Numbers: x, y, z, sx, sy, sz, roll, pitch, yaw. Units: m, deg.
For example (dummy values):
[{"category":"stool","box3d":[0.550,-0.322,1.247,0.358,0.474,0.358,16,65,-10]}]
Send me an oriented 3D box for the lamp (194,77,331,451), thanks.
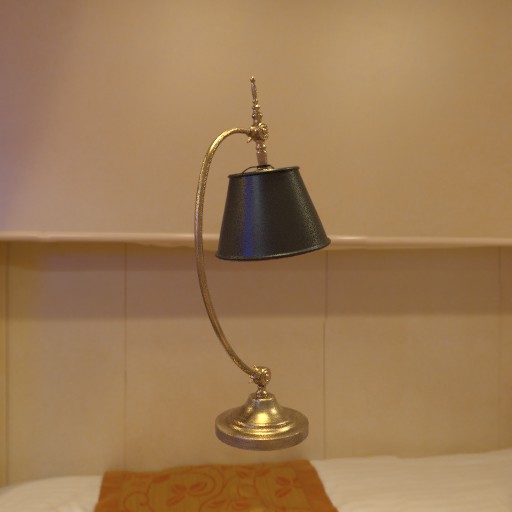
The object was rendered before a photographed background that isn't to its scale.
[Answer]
[{"category":"lamp","box3d":[0.000,0.000,0.848,0.235,0.675,0.344,0,0,35]}]
